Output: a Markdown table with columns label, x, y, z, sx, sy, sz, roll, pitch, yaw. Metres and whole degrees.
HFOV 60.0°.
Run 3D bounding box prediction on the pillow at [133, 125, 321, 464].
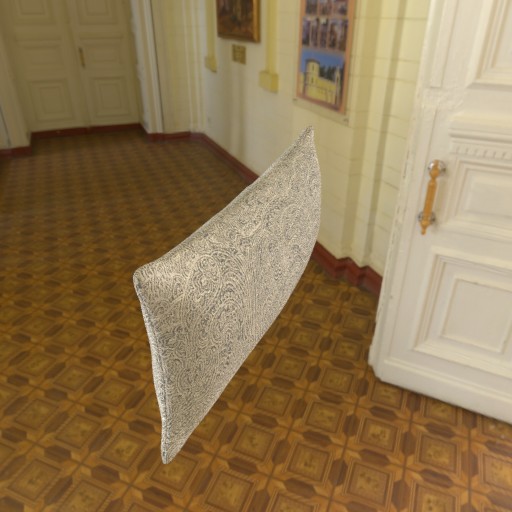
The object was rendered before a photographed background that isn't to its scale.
| label | x | y | z | sx | sy | sz | roll | pitch | yaw |
| --- | --- | --- | --- | --- | --- | --- | --- | --- | --- |
| pillow | 0.000 | 0.000 | 0.744 | 0.151 | 0.295 | 0.615 | 12 | 32 | 19 |
